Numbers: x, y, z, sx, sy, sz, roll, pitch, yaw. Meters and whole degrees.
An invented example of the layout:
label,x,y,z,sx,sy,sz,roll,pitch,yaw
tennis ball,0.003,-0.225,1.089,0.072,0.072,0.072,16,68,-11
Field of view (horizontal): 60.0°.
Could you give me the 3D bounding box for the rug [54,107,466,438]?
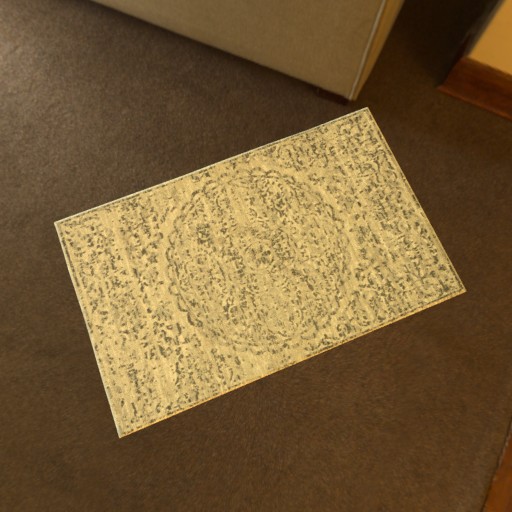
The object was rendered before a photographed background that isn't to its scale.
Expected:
label,x,y,z,sx,sy,sz,roll,pitch,yaw
rug,0.000,0.000,3.051,2.447,0.021,1.527,-21,76,-6
